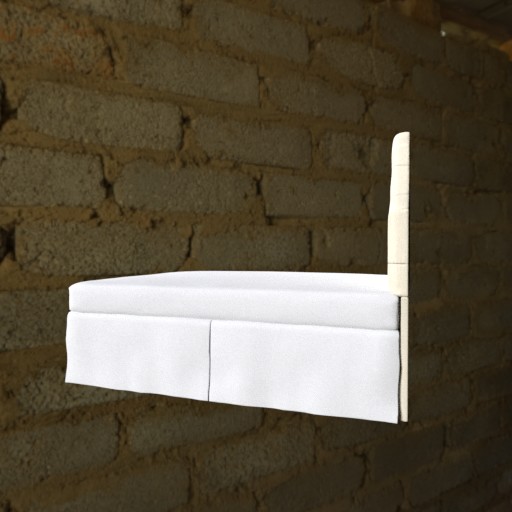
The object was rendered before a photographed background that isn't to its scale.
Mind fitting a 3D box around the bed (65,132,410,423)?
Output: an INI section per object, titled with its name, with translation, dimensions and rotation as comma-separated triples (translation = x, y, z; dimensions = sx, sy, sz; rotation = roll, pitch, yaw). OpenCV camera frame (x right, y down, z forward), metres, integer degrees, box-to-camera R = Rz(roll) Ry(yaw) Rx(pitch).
[bed]
translation = 0.000, 0.000, 3.194
dimensions = 2.092, 1.575, 1.627
rotation = 0, 1, 19
